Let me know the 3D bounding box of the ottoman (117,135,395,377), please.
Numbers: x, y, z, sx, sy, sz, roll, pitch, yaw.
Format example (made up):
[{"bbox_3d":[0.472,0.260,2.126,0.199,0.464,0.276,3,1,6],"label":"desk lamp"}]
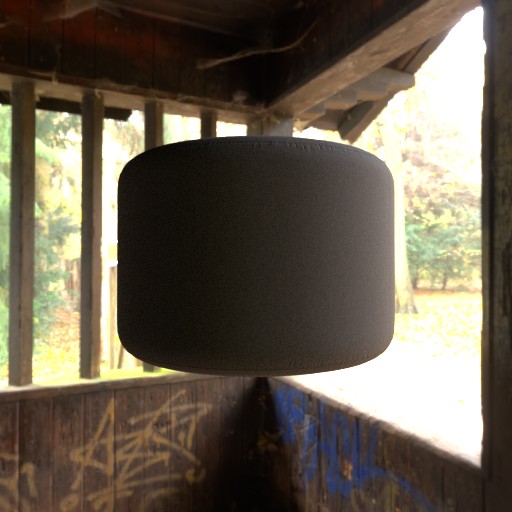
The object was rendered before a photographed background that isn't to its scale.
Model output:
[{"bbox_3d":[0.000,0.000,1.016,0.608,0.433,0.608,0,-1,0],"label":"ottoman"}]
